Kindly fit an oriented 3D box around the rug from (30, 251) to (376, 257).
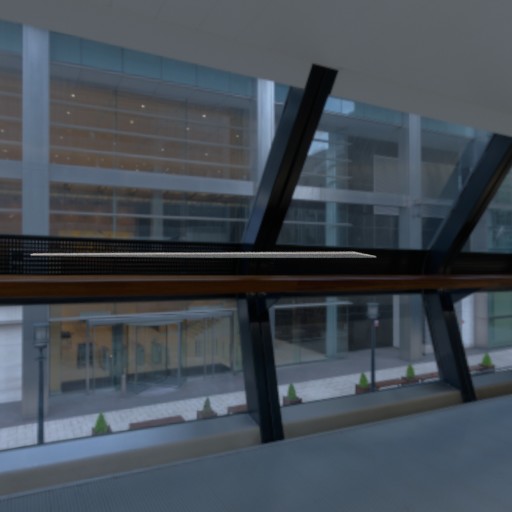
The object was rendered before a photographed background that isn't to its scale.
[{"bbox_3d":[0.000,0.000,3.077,1.536,0.012,2.431,0,0,17],"label":"rug"}]
